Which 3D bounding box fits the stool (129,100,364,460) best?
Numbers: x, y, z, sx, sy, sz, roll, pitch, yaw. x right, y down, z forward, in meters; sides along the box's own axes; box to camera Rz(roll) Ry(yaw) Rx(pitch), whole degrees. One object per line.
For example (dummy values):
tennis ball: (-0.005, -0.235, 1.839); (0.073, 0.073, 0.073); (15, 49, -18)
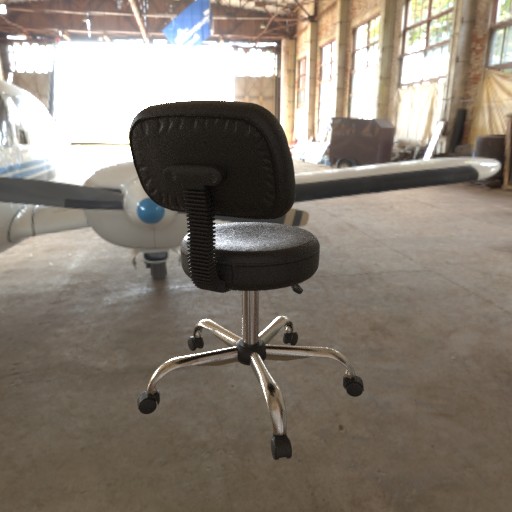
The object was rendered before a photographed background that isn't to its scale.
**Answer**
stool: (0.000, 0.000, 1.339); (0.673, 0.862, 0.648); (8, 18, 26)
